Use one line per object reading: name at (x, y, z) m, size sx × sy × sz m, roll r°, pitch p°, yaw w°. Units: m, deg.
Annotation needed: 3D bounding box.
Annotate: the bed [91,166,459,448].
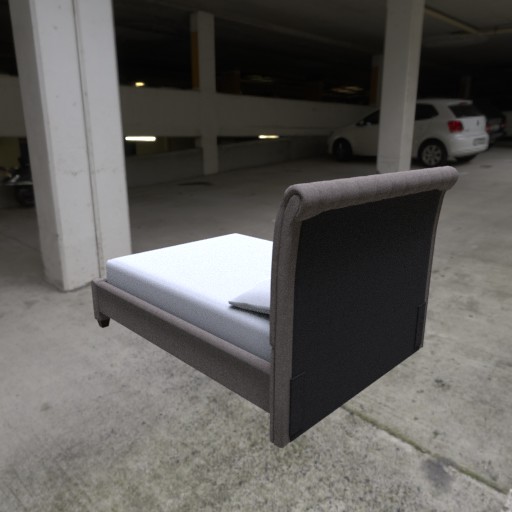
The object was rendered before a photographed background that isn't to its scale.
bed at (0.000, 0.000, 3.373) m, size 1.645 × 1.371 × 2.252 m, roll -15°, pitch 21°, yaw -43°
